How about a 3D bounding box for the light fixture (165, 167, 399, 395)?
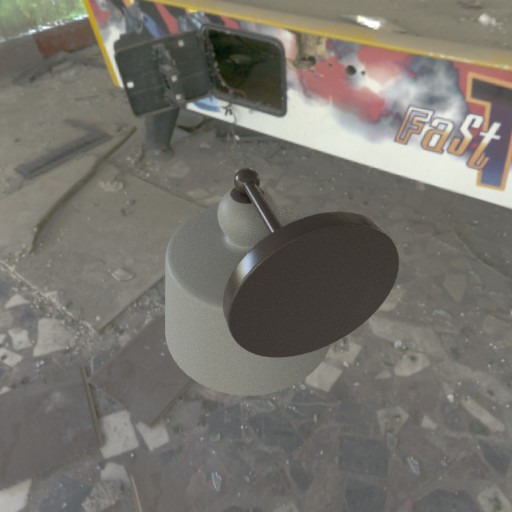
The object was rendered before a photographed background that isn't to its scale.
[{"bbox_3d":[0.000,0.000,0.437,0.204,0.268,0.254,-13,44,-14],"label":"light fixture"}]
